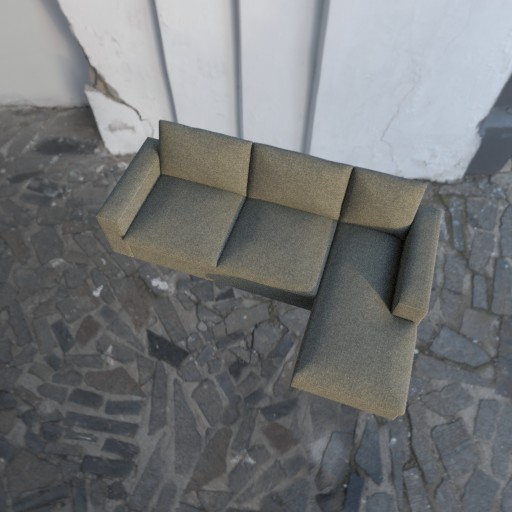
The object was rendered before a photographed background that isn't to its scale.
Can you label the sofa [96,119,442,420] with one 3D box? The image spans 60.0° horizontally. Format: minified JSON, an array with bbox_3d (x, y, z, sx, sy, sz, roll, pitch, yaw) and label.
[{"bbox_3d":[0.000,0.000,3.603,2.718,0.940,1.689,16,60,10],"label":"sofa"}]
